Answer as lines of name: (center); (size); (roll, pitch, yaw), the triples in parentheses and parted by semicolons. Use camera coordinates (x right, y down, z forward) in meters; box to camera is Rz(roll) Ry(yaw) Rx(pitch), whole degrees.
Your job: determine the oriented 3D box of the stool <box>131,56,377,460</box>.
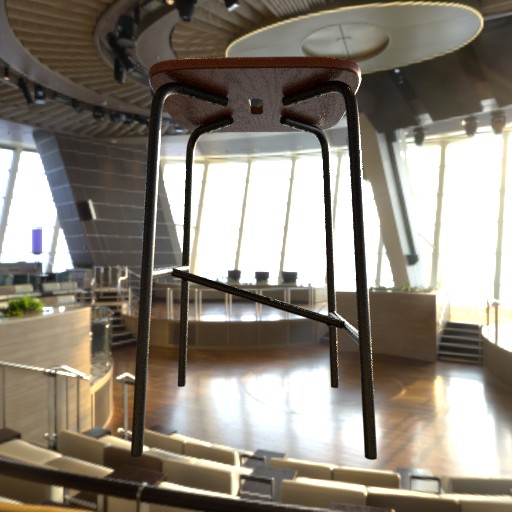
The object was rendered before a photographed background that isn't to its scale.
stool: (0.000, 0.000, 0.855); (0.376, 0.610, 0.376); (0, 0, 1)
